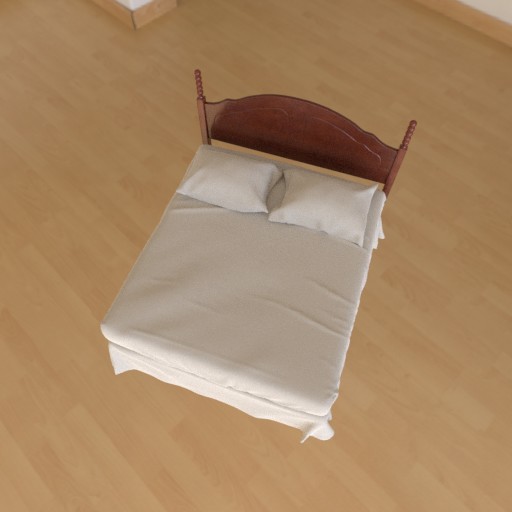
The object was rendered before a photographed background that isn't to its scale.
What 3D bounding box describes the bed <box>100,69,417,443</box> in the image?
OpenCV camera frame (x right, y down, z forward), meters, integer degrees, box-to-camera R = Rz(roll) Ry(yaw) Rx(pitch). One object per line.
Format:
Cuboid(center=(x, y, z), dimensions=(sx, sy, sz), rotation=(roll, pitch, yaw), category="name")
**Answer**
Cuboid(center=(0.000, 0.000, 3.256), dimensions=(1.873, 1.356, 2.040), rotation=(17, 61, 10), category="bed")
